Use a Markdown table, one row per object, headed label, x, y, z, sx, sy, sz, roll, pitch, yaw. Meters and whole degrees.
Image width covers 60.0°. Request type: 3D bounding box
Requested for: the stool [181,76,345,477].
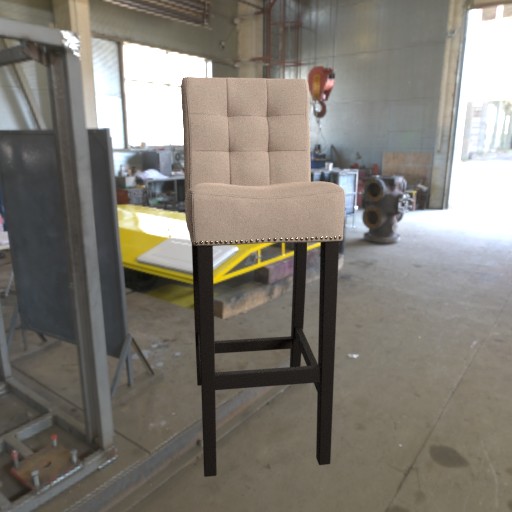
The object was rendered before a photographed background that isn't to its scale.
| label | x | y | z | sx | sy | sz | roll | pitch | yaw |
| --- | --- | --- | --- | --- | --- | --- | --- | --- | --- |
| stool | 0.000 | 0.000 | 1.314 | 0.411 | 1.047 | 0.548 | -2 | 15 | -8 |
